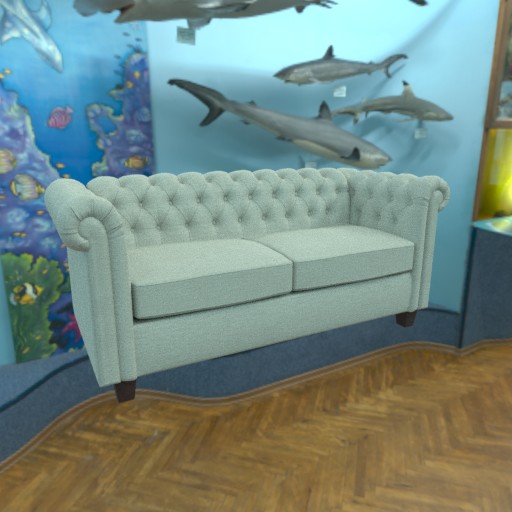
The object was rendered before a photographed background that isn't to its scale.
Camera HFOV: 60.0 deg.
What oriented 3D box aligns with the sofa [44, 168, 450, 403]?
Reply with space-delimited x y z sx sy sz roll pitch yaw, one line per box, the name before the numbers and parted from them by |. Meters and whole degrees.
sofa | 0.000 0.000 2.193 1.798 0.797 0.783 -8 17 -27
